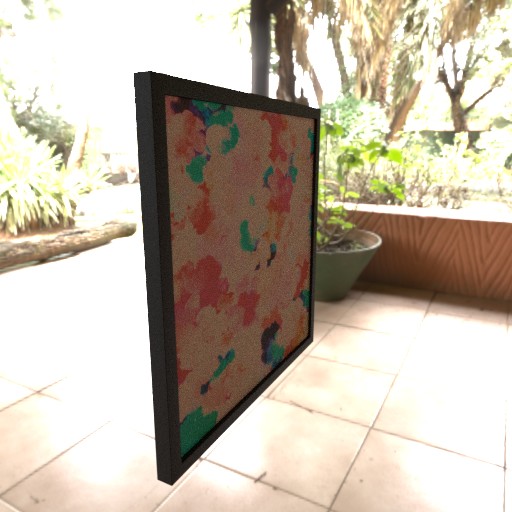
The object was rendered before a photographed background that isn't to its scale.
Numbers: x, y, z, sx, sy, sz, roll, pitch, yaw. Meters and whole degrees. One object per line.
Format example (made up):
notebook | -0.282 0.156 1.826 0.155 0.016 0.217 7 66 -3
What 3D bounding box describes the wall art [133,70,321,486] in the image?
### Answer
wall art | 0.000 0.000 0.446 0.015 0.304 0.306 7 15 27
